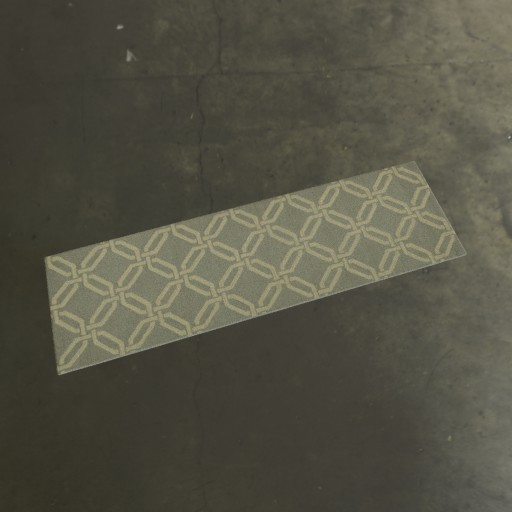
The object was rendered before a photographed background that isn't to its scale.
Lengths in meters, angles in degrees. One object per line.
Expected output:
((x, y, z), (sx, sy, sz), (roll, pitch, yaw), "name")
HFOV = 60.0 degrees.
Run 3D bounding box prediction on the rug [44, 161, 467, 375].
((0.000, 0.000, 2.488), (2.276, 0.014, 0.678), (-15, 66, -7), "rug")
